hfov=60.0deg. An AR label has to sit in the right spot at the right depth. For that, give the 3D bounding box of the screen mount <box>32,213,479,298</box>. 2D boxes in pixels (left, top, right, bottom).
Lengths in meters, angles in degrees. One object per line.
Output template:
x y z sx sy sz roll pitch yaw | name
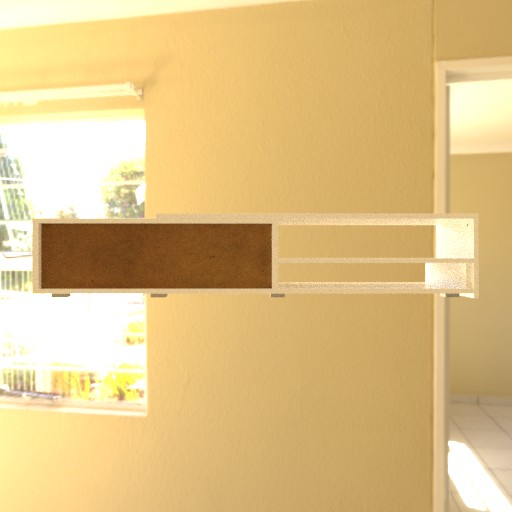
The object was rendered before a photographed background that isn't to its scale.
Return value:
0.000 0.000 1.877 1.680 0.320 0.420 0 0 -1 | screen mount
